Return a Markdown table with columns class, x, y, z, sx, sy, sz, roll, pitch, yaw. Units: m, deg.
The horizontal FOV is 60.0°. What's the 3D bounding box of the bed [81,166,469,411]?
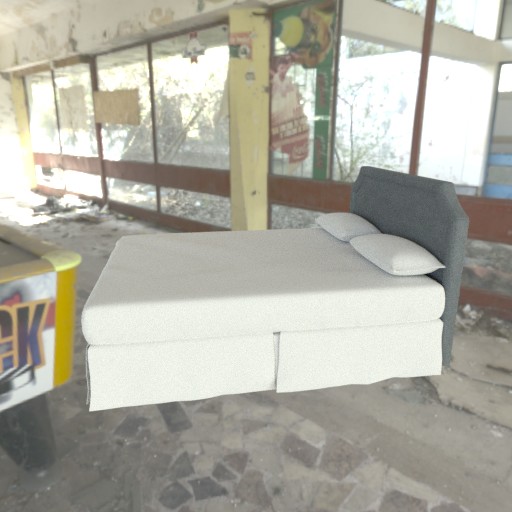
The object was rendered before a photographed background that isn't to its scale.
| class | x | y | z | sx | sy | sz | roll | pitch | yaw |
| --- | --- | --- | --- | --- | --- | --- | --- | --- | --- |
| bed | 0.000 | 0.000 | 3.610 | 2.464 | 1.306 | 1.977 | -3 | 16 | -9 |
